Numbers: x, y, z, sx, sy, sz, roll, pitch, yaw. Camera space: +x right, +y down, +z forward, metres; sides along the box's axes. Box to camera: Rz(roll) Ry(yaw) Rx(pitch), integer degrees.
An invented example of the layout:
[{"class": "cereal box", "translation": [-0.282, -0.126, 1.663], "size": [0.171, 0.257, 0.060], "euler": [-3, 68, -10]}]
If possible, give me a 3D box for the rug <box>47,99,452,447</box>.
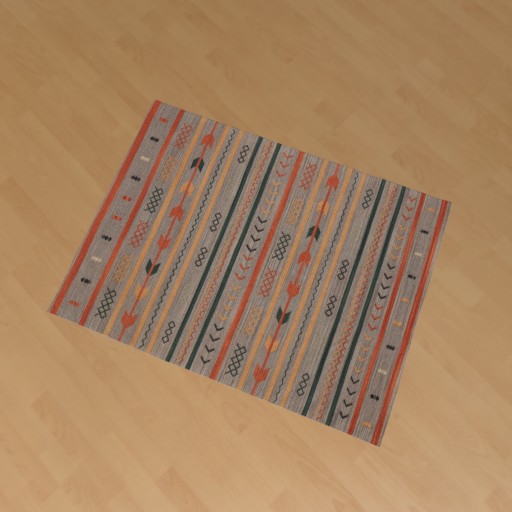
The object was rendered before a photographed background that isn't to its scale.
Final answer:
[{"class": "rug", "translation": [0.000, 0.000, 3.974], "size": [3.029, 0.022, 2.263], "euler": [21, 77, 5]}]
